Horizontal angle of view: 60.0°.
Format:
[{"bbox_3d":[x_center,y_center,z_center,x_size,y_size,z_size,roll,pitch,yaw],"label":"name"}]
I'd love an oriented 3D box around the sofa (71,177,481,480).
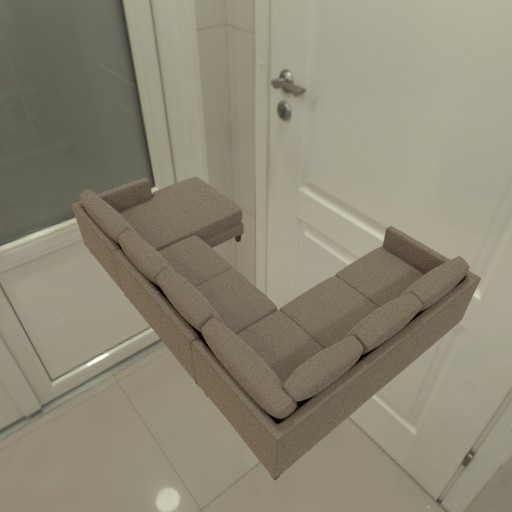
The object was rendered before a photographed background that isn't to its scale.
[{"bbox_3d":[0.000,0.000,4.547,2.424,0.865,3.438,-28,48,-28],"label":"sofa"}]
